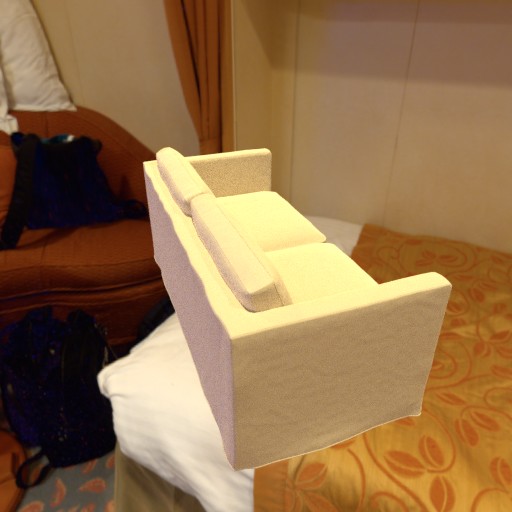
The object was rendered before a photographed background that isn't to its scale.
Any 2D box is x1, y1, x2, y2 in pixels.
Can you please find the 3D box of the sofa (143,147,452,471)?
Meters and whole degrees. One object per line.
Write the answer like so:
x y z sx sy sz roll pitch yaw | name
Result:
0.000 0.000 2.519 0.940 0.870 1.987 -11 32 -18 | sofa
